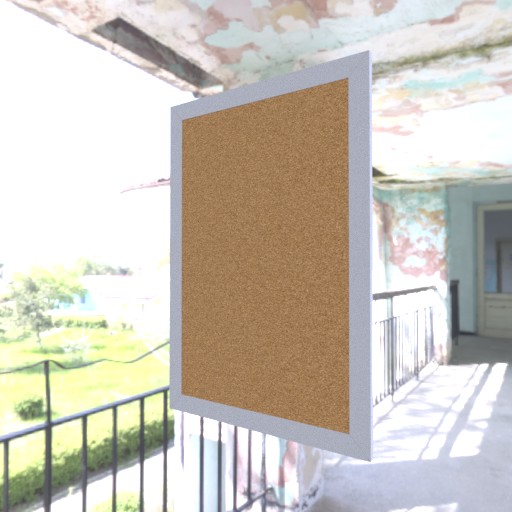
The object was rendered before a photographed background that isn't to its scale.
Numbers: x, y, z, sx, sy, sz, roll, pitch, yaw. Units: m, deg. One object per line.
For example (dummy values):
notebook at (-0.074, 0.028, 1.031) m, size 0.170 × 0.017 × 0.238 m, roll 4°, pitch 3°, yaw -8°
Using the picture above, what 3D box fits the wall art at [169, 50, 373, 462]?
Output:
wall art at (0.000, 0.000, 0.843) m, size 0.454 × 0.659 × 0.011 m, roll -1°, pitch -1°, yaw 35°
